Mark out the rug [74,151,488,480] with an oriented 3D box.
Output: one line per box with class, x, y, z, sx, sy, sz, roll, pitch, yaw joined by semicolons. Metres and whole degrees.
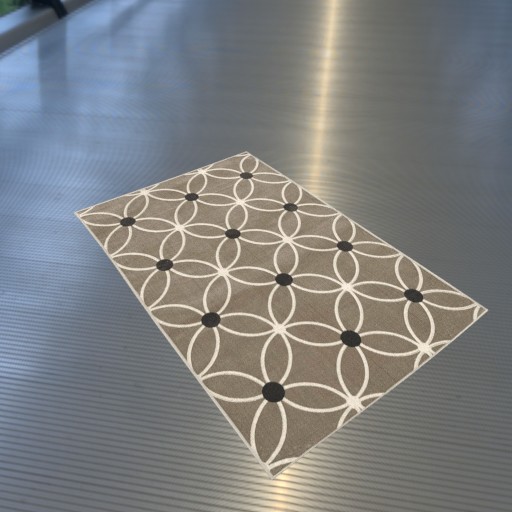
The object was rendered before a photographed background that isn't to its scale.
rug;0.000;0.000;2.787;1.522;0.008;2.284;-26;47;-27
